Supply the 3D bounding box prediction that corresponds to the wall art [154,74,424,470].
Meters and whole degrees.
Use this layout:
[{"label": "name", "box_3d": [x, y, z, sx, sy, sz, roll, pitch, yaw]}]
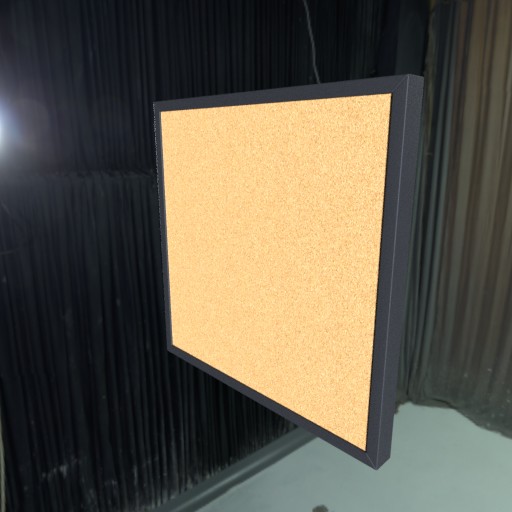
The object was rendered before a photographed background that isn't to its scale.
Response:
[{"label": "wall art", "box_3d": [0.000, 0.000, 0.730, 0.037, 0.508, 0.508, -14, 20, -43]}]
